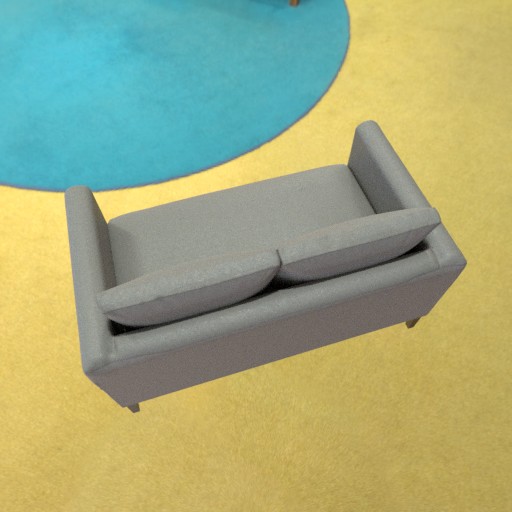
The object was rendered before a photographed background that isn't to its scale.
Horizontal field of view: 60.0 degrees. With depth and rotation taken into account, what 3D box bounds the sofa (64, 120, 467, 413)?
[{"bbox_3d":[0.000,0.000,2.140,1.598,0.873,0.899,-15,59,-9],"label":"sofa"}]
